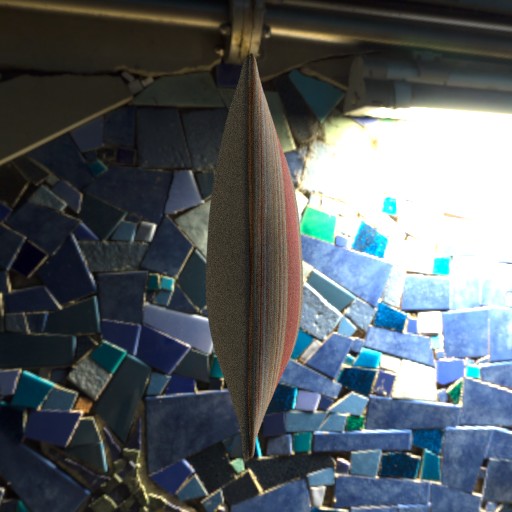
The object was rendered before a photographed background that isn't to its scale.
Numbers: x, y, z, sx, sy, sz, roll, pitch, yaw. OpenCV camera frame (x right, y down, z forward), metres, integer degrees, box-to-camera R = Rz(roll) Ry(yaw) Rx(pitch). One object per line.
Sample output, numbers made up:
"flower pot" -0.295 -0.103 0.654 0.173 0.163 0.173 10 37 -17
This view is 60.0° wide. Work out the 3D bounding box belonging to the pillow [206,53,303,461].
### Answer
"pillow" 0.000 0.000 0.661 0.136 0.419 0.437 0 0 2
